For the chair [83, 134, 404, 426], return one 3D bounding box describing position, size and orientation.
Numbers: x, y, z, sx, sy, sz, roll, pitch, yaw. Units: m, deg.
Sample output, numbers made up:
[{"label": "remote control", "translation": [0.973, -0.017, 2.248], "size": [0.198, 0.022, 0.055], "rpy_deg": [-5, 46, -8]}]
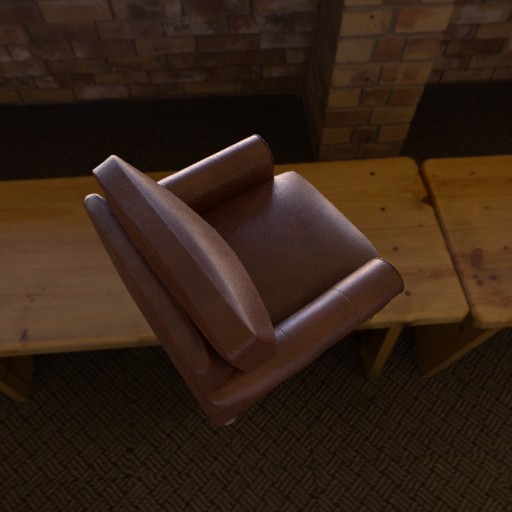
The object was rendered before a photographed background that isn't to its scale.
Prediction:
[{"label": "chair", "translation": [0.000, 0.000, 1.830], "size": [0.992, 0.972, 0.989], "rpy_deg": [-32, 63, -18]}]
